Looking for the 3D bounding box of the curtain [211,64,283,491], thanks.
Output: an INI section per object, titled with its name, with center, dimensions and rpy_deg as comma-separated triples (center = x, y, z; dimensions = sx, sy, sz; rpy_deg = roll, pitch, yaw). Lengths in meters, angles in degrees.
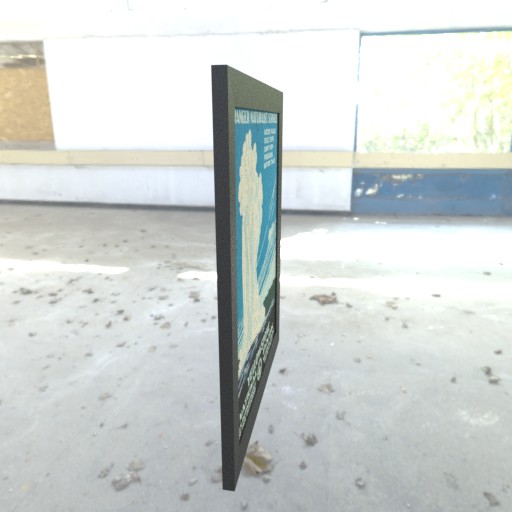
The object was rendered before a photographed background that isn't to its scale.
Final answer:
[curtain]
center = 0.000, 0.000, 0.802
dimensions = 0.027, 0.585, 0.483
rpy_deg = 3, 17, 10
